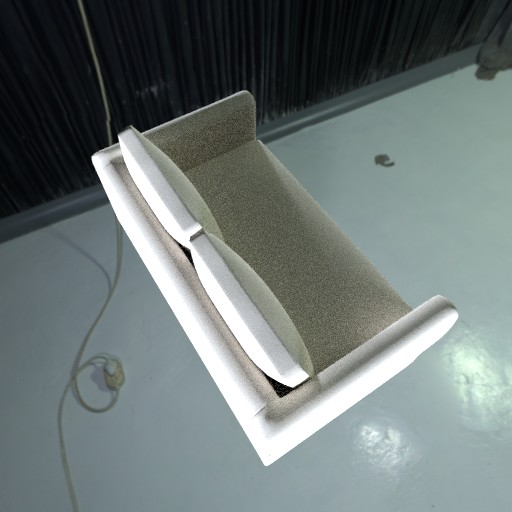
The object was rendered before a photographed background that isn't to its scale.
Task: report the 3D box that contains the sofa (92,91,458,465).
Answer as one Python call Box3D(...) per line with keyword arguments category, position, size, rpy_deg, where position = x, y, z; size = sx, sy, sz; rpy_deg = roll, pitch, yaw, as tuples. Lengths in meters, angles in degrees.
Box3D(category="sofa", position=(0.000, 0.000, 2.137), size=(0.905, 0.873, 1.598), rpy_deg=(-29, 63, -16))
